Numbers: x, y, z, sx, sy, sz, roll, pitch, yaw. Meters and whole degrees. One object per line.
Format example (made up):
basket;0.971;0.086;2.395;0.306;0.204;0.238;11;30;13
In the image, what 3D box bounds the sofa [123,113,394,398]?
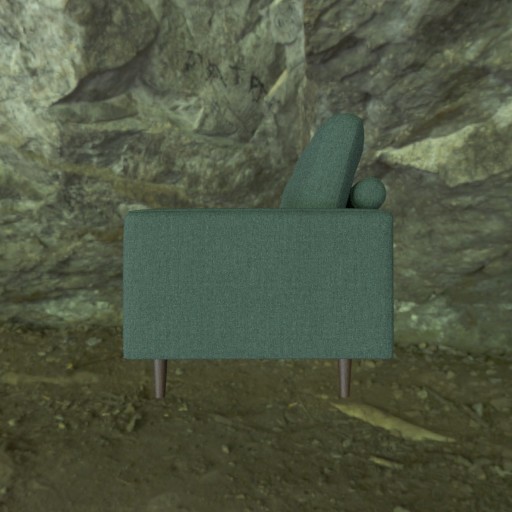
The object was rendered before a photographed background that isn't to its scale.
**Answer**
sofa;0.000;0.000;1.964;0.842;0.907;1.407;0;0;-1
